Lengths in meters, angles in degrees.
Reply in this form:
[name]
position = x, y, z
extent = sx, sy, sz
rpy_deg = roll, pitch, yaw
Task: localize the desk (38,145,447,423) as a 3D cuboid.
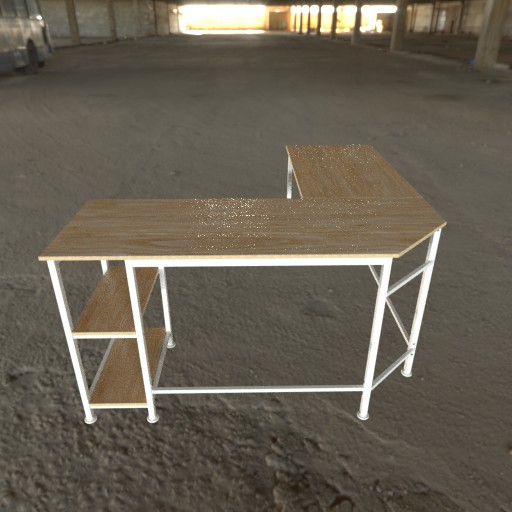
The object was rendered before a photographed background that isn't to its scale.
[desk]
position = 0.000, 0.000, 2.171
extent = 1.379, 0.739, 1.379
rpy_deg = 0, 28, -1
